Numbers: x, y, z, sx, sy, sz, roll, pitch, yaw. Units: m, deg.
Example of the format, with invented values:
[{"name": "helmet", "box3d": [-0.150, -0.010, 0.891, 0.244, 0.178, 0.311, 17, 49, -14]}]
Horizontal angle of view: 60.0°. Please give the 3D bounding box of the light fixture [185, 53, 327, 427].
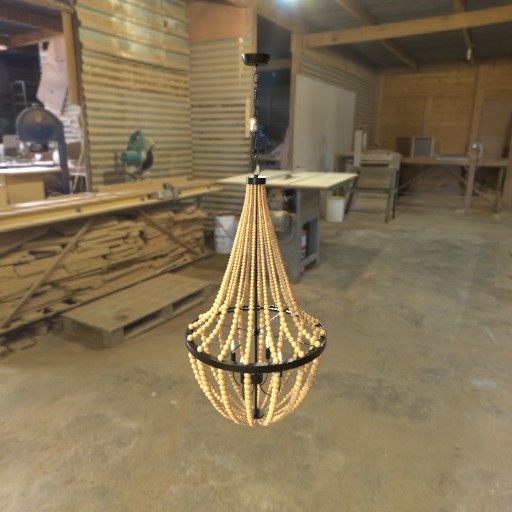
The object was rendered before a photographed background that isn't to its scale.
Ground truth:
[{"name": "light fixture", "box3d": [0.000, 0.000, 1.357, 0.450, 1.133, 0.450, 0, 15, 0]}]
